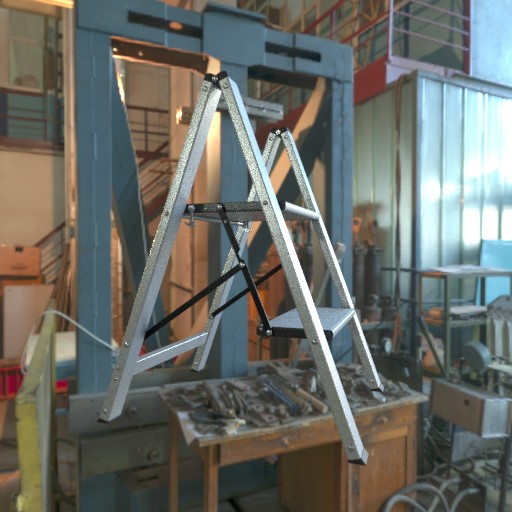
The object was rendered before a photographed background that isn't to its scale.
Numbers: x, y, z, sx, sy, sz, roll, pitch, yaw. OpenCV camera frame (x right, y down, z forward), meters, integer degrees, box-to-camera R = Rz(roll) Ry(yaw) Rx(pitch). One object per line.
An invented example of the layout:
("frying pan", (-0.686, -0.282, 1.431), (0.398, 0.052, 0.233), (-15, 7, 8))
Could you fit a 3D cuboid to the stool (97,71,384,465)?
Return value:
("stool", (0.000, 0.000, 1.007), (0.535, 0.670, 0.440), (0, 1, 20))
